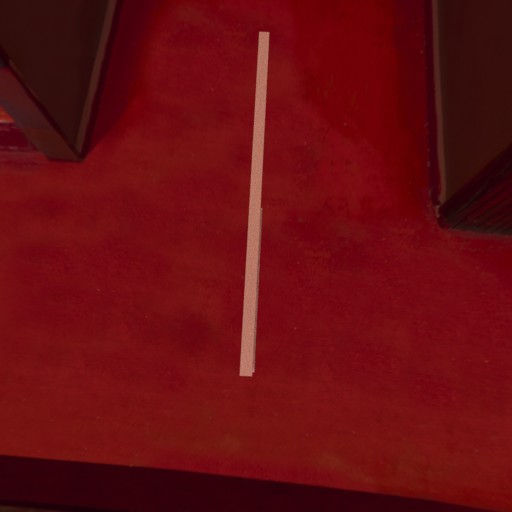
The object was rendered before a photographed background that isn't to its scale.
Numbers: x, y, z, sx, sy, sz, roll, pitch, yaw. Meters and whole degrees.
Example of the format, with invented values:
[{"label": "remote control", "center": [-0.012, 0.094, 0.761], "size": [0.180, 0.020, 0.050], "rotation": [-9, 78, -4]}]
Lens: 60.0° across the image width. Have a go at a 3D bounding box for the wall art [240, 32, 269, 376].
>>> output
[{"label": "wall art", "center": [0.000, 0.000, 1.935], "size": [0.030, 1.519, 0.990], "rotation": [3, 76, 1]}]
